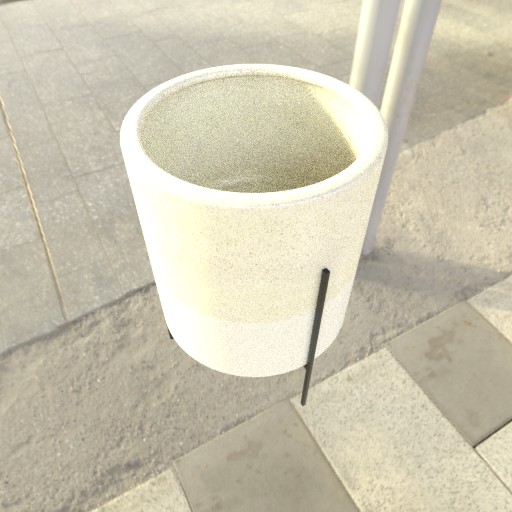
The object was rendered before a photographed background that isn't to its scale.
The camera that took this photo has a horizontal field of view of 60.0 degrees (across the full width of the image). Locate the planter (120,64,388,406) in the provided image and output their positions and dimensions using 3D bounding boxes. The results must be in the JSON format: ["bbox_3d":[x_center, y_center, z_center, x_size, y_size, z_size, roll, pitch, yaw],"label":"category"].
[{"bbox_3d":[0.000,0.000,0.716,0.324,0.483,0.333,-24,51,-21],"label":"planter"}]
